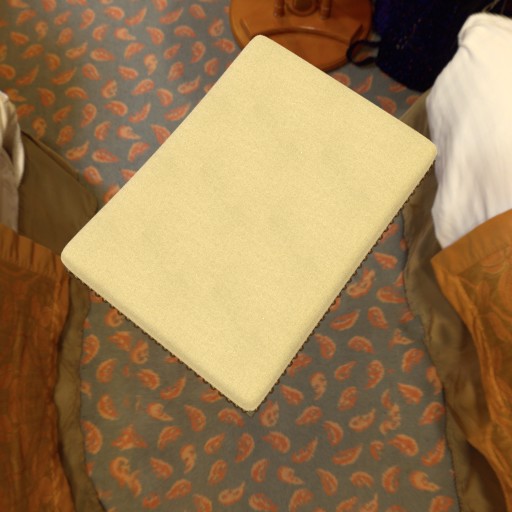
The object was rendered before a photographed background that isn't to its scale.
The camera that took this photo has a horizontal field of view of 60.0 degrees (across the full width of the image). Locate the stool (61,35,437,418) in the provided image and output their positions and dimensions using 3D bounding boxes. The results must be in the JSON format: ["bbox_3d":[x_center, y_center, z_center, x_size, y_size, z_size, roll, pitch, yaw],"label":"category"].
[{"bbox_3d":[0.000,0.000,0.928,0.361,0.642,0.500,36,78,9],"label":"stool"}]
